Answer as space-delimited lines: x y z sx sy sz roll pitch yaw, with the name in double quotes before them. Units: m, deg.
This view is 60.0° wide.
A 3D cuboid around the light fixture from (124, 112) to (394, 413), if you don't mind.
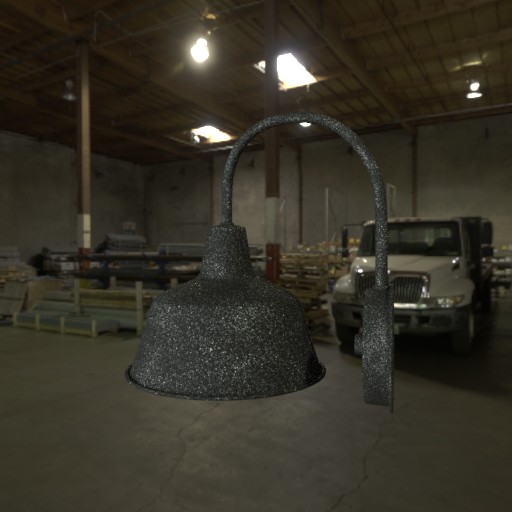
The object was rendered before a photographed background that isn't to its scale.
"light fixture" 0.000 0.000 0.476 0.283 0.300 0.216 0 0 18
